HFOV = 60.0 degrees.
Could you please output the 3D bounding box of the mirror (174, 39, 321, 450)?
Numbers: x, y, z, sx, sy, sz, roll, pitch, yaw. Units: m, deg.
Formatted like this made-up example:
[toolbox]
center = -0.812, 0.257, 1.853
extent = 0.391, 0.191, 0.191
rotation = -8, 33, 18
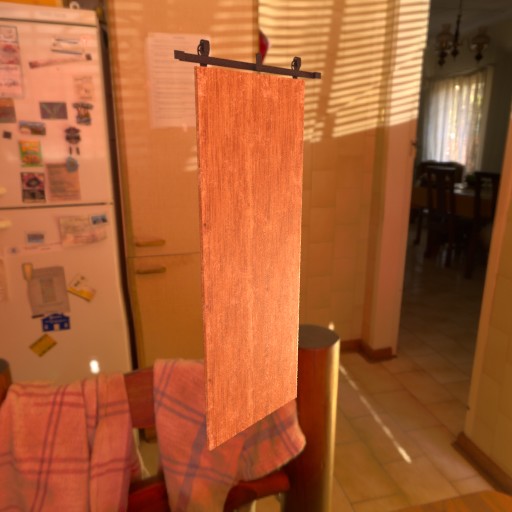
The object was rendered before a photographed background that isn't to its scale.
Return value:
[mirror]
center = 0.000, 0.000, 2.088
extent = 0.847, 1.793, 0.042
rotation = -15, 21, -43
